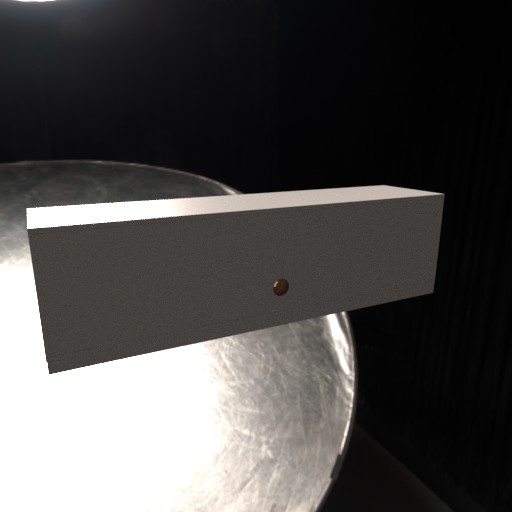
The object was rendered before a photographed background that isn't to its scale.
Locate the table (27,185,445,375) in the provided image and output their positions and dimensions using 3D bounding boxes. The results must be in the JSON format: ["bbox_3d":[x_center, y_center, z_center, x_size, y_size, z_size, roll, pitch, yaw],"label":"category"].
[{"bbox_3d":[0.000,0.000,1.734,1.550,0.440,0.400,-8,17,-26],"label":"table"}]
